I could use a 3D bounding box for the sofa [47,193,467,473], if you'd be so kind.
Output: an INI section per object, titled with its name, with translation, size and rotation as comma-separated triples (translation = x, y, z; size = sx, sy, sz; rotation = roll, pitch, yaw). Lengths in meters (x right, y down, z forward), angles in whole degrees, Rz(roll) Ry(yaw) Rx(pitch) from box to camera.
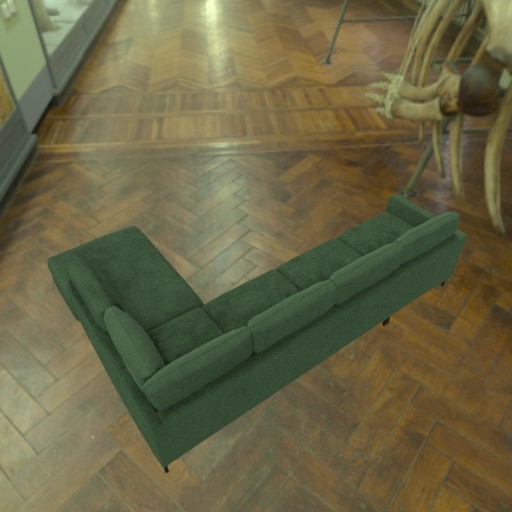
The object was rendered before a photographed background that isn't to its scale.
[sofa]
translation = 0.000, 0.000, 3.185
size = 2.486, 0.687, 1.707
rotation = -26, 48, -26
